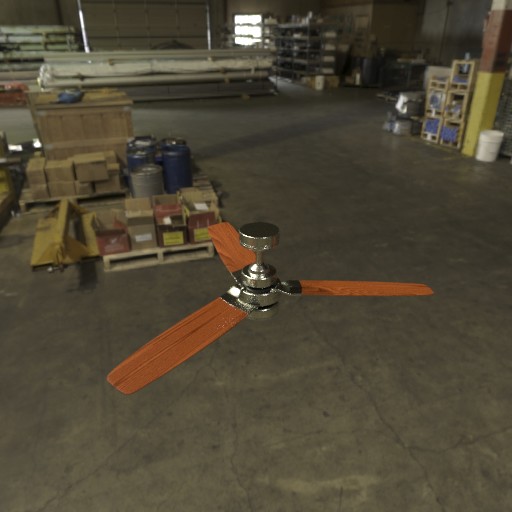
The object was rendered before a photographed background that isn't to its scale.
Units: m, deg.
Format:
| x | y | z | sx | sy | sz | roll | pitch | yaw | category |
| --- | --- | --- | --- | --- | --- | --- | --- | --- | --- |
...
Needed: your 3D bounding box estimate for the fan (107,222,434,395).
| x | y | z | sx | sy | sz | roll | pitch | yaw | category |
| --- | --- | --- | --- | --- | --- | --- | --- | --- | --- |
| 0.000 | 0.000 | 2.111 | 1.416 | 0.410 | 1.271 | -9 | 28 | -16 | fan |
